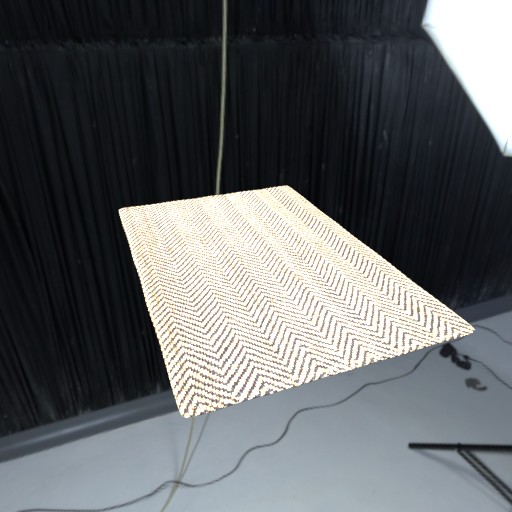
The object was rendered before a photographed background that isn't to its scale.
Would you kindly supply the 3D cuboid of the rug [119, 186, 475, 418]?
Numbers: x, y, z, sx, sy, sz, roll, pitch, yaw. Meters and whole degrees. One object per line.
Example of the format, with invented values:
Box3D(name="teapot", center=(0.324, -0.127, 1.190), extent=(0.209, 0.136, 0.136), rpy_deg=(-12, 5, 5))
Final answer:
Box3D(name="rug", center=(0.000, 0.000, 2.343), extent=(1.219, 0.008, 1.828), rpy_deg=(-11, 31, -19))
